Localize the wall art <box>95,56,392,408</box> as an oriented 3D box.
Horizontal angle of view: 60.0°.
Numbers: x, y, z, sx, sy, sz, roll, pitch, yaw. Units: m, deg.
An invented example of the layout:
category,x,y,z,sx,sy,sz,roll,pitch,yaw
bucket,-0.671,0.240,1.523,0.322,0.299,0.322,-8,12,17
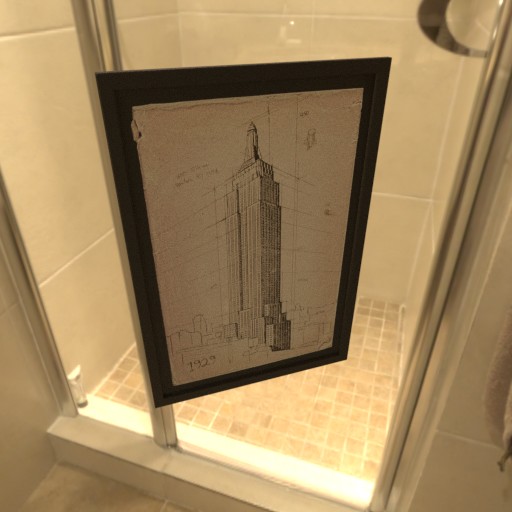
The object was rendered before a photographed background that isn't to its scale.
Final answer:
category,x,y,z,sx,sy,sz,roll,pitch,yaw
wall art,0.000,0.000,0.823,0.451,0.661,0.012,-10,33,-15
